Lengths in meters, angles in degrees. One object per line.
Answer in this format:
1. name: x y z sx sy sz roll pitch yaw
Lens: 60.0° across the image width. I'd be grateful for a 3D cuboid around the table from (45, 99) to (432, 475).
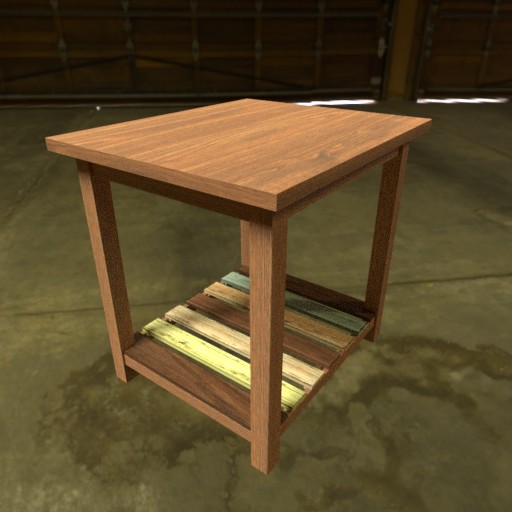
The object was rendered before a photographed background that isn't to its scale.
1. table: 0.000 0.000 1.119 0.559 0.635 0.660 19 33 32
